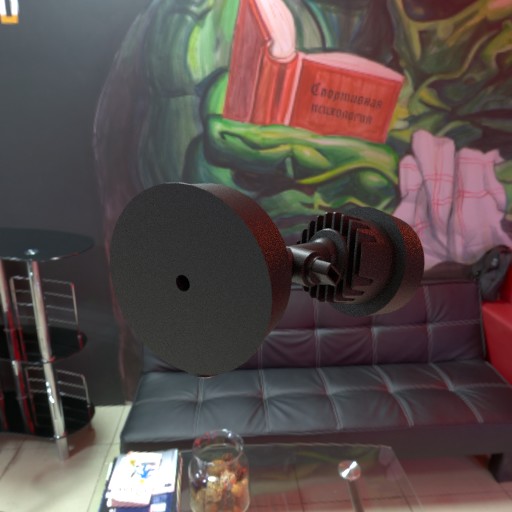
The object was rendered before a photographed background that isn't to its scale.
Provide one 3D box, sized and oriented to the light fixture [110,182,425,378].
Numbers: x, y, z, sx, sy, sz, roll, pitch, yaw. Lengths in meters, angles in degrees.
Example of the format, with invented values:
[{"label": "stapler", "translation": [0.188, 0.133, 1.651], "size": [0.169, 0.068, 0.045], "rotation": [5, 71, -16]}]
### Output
[{"label": "light fixture", "translation": [0.000, 0.000, 0.314], "size": [0.213, 0.120, 0.168], "rotation": [8, 18, 27]}]
